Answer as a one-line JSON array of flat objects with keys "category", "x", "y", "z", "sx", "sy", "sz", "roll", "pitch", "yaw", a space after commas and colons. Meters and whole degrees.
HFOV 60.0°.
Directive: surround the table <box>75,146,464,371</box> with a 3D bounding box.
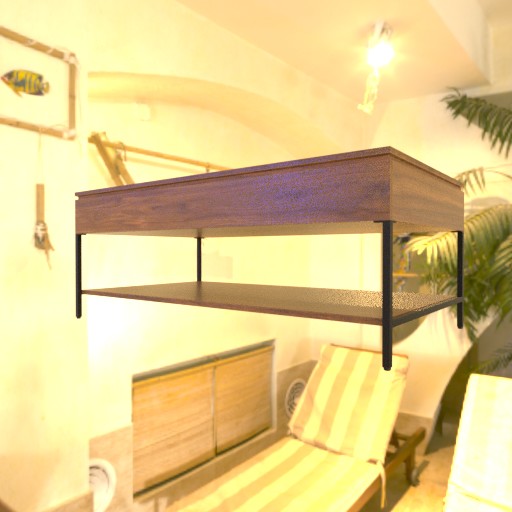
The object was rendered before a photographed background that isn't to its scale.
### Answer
[{"category": "table", "x": 0.000, "y": 0.000, "z": 1.360, "sx": 1.057, "sy": 0.414, "sz": 0.574, "roll": 0, "pitch": 1, "yaw": 37}]
